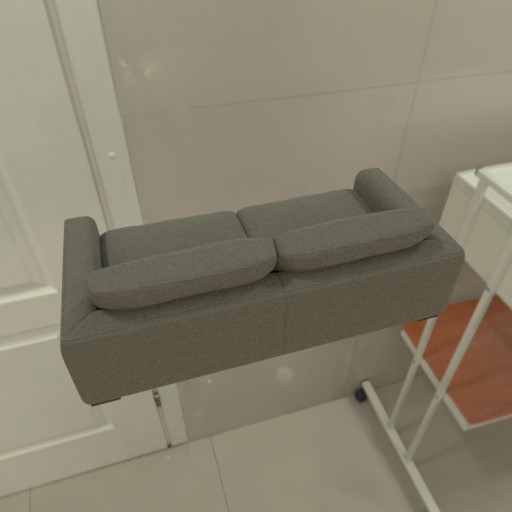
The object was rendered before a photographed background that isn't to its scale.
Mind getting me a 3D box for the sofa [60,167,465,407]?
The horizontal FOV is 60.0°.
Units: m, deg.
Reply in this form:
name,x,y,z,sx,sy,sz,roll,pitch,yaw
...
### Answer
name,x,y,z,sx,sy,sz,roll,pitch,yaw
sofa,0.000,0.000,2.777,2.262,0.801,1.070,-12,42,-13
